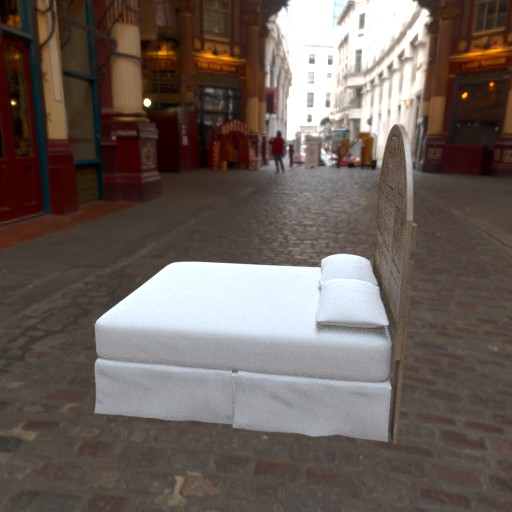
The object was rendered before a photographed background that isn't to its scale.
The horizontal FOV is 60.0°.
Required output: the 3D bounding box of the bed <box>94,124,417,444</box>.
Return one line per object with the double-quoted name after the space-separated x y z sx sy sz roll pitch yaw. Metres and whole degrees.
0.000 0.000 3.529 2.112 2.002 1.713 2 15 9 "bed"
